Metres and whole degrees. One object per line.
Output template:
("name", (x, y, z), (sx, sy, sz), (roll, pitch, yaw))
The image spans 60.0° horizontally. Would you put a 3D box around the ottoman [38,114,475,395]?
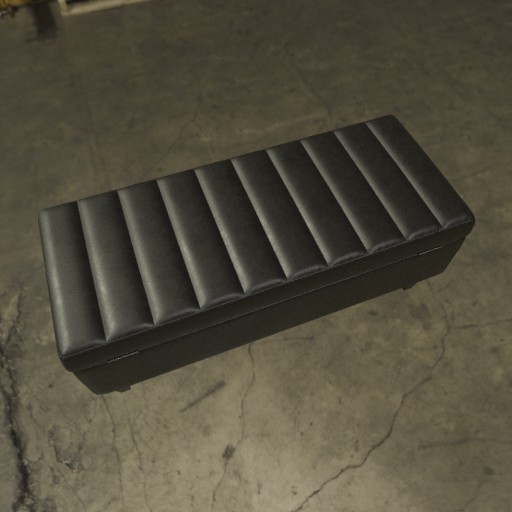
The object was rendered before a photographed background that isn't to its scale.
("ottoman", (0.000, 0.000, 1.404), (1.151, 0.469, 0.482), (-18, 60, -11))
